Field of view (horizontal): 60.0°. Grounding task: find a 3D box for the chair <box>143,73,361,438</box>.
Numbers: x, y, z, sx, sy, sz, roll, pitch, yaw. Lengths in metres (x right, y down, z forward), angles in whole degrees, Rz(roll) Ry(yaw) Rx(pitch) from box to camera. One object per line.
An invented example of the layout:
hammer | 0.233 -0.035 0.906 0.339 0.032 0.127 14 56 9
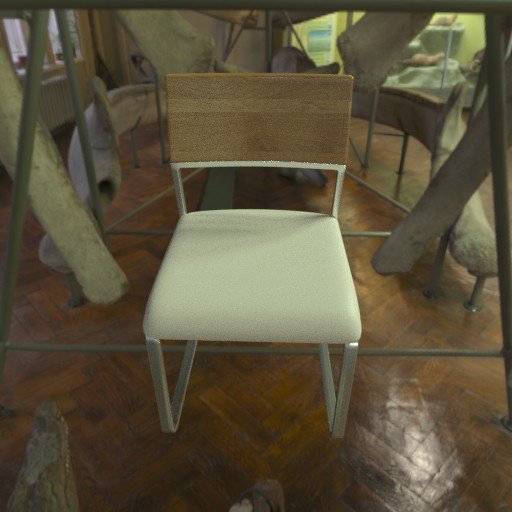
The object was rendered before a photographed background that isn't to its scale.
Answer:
chair | 0.000 0.000 1.165 0.467 0.844 0.585 1 30 2
